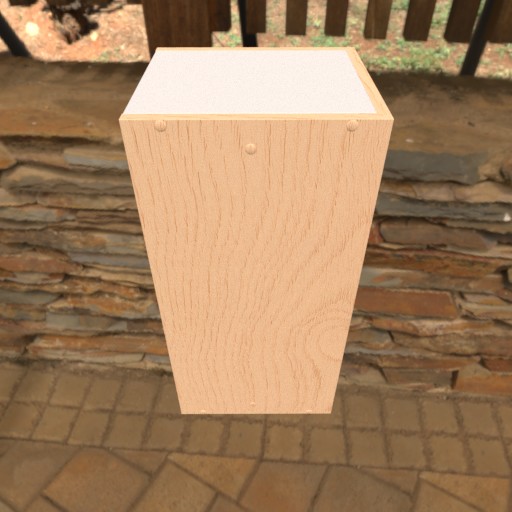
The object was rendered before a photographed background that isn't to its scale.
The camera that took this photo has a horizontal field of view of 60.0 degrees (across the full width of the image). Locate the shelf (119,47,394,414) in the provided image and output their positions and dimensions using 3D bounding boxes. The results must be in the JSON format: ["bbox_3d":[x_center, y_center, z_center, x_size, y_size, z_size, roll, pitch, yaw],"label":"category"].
[{"bbox_3d":[0.000,0.000,0.757,0.290,0.600,0.250,0,41,0],"label":"shelf"}]
